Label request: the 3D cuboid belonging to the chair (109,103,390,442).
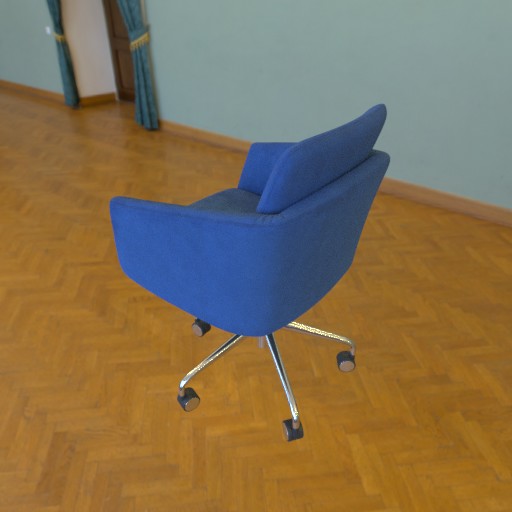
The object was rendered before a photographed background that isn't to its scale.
[{"bbox_3d":[0.000,0.000,1.343,0.635,0.908,0.641,22,38,30],"label":"chair"}]
